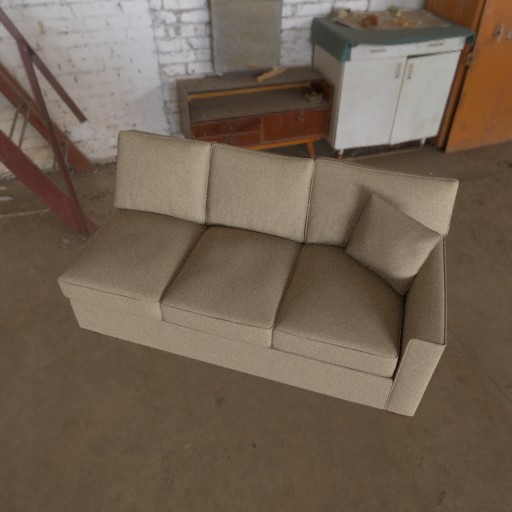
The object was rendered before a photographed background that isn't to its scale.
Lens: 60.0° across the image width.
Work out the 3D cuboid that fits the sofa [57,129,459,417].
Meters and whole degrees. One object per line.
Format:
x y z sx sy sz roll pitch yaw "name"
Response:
0.000 0.000 2.504 1.963 0.946 1.034 12 43 13 "sofa"
